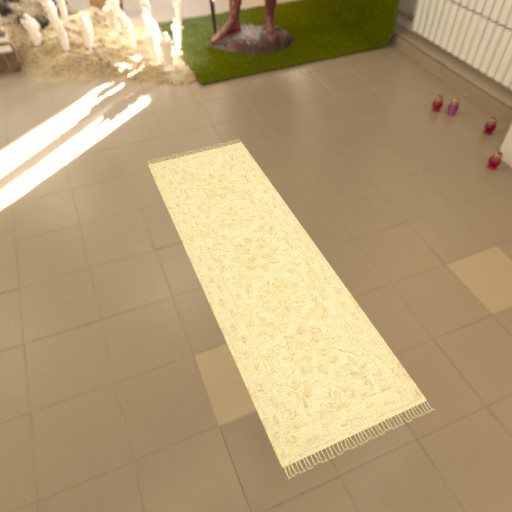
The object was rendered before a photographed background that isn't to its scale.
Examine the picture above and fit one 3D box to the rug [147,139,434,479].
[{"bbox_3d":[0.000,0.000,2.836,0.795,0.015,2.544,-18,50,-15],"label":"rug"}]
